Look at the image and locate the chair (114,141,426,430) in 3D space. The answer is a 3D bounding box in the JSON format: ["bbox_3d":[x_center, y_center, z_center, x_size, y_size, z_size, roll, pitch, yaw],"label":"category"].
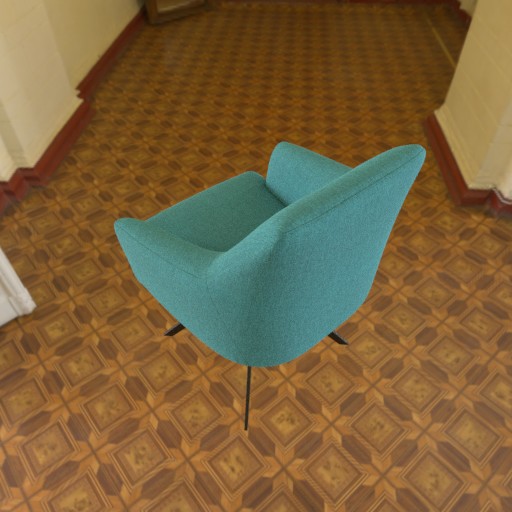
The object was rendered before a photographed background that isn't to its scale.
[{"bbox_3d":[0.000,0.000,1.317,0.642,0.874,0.677,-32,53,-27],"label":"chair"}]
